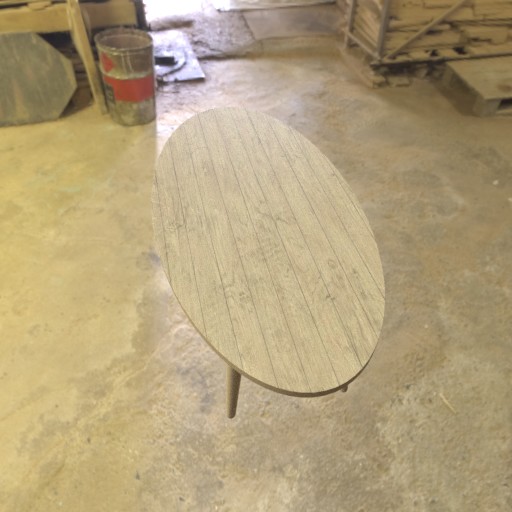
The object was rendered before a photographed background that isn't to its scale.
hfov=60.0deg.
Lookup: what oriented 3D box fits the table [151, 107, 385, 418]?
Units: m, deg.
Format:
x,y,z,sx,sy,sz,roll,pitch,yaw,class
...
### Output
x,y,z,sx,sy,sz,roll,pitch,yaw,class
0.000,0.000,1.312,0.542,0.390,1.083,-10,47,-9,table
